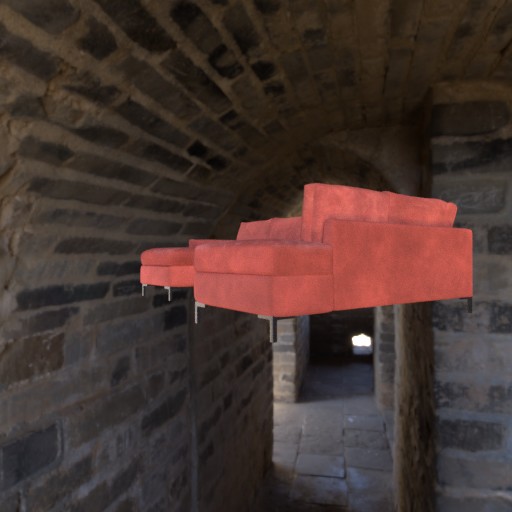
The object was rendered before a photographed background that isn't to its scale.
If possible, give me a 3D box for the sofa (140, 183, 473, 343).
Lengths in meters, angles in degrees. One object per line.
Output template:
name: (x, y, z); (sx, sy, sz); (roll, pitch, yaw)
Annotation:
sofa: (0.000, 0.000, 3.917); (1.981, 0.858, 2.971); (0, 0, -36)
